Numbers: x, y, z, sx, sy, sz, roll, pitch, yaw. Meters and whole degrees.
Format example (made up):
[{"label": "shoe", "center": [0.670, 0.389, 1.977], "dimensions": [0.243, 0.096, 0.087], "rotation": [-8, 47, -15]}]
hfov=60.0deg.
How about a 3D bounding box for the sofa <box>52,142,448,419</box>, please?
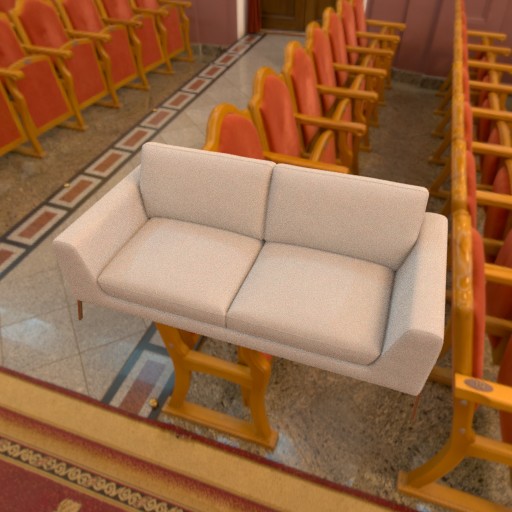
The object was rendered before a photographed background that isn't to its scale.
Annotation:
[{"label": "sofa", "center": [0.000, 0.000, 2.547], "dimensions": [2.017, 0.875, 0.953], "rotation": [13, 42, 15]}]
